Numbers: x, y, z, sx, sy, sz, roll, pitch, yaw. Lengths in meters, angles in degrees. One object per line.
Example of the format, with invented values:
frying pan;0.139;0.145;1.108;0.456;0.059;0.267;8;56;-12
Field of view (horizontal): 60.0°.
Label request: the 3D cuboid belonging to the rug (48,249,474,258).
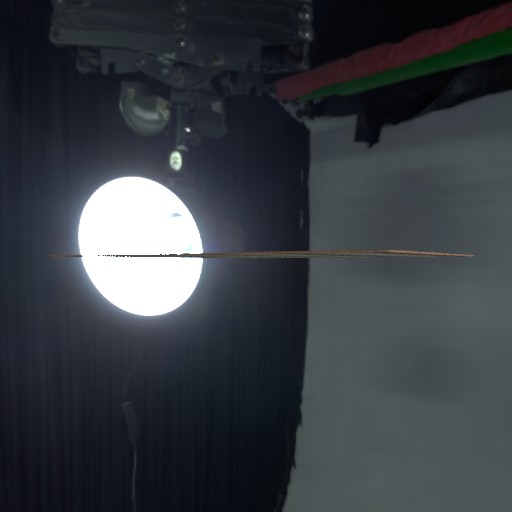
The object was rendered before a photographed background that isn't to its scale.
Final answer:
rug;0.000;0.000;2.281;1.829;0.008;1.219;-1;-1;36
